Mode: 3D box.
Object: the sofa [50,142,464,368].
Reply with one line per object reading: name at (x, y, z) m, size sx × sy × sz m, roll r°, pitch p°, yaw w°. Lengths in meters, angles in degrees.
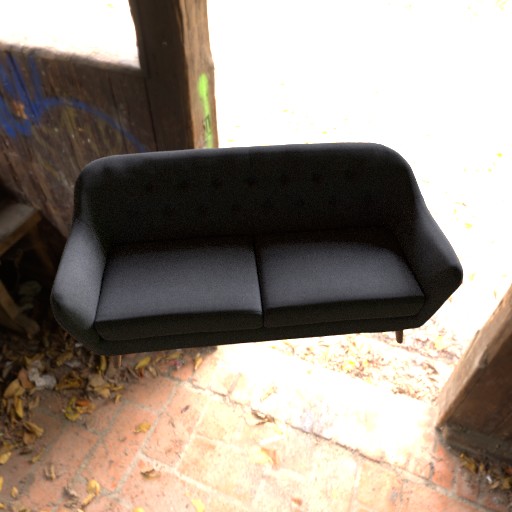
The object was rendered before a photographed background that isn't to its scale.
sofa at (0.000, 0.000, 2.288) m, size 1.840 × 0.820 × 0.820 m, roll -4°, pitch 46°, yaw -4°
